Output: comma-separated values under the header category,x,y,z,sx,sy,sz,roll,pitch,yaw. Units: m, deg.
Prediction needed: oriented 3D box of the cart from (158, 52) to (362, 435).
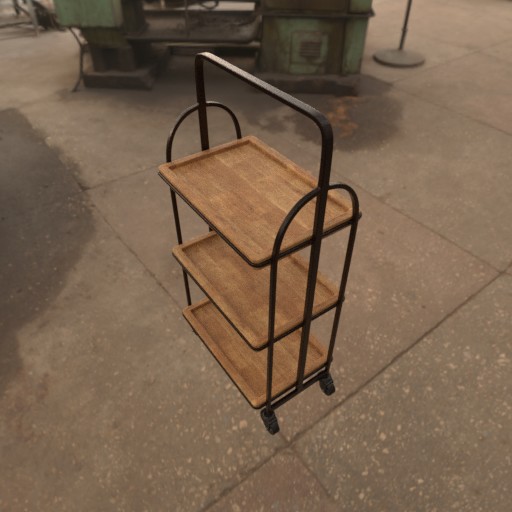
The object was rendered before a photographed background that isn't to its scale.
category,x,y,z,sx,sy,sz,roll,pitch,yaw
cart,0.000,0.000,1.272,0.327,1.001,0.553,-25,48,-25
